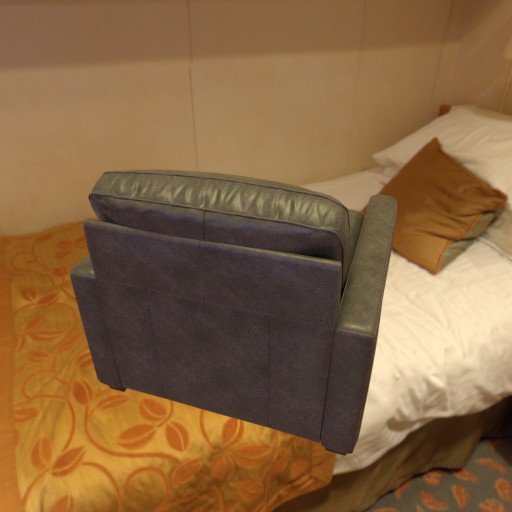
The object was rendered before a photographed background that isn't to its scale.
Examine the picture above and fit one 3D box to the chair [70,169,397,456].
[{"bbox_3d":[0.000,0.000,1.736,1.006,0.916,0.939,10,33,16],"label":"chair"}]
